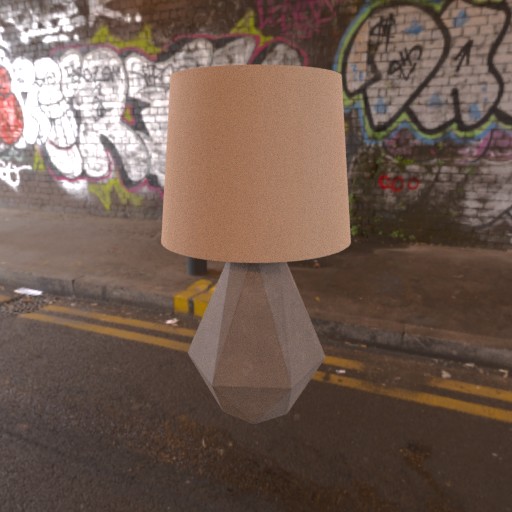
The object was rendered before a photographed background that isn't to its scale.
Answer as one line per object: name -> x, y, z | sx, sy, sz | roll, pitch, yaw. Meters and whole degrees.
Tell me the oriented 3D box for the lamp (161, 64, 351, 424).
lamp -> 0.000, 0.000, 0.666 | 0.276, 0.501, 0.276 | 0, 15, 0
